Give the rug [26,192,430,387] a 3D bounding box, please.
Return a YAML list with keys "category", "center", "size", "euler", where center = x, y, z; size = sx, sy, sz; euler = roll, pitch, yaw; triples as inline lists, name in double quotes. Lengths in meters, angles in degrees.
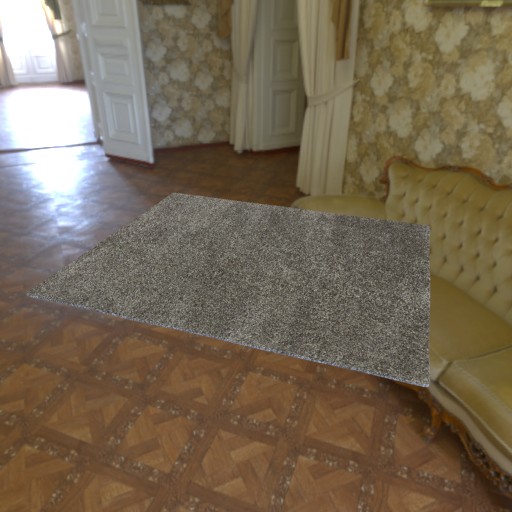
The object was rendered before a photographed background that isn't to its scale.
- category: "rug"
  center: [0.000, 0.000, 4.043]
  size: [3.000, 0.025, 2.401]
  euler: [9, 30, 17]
